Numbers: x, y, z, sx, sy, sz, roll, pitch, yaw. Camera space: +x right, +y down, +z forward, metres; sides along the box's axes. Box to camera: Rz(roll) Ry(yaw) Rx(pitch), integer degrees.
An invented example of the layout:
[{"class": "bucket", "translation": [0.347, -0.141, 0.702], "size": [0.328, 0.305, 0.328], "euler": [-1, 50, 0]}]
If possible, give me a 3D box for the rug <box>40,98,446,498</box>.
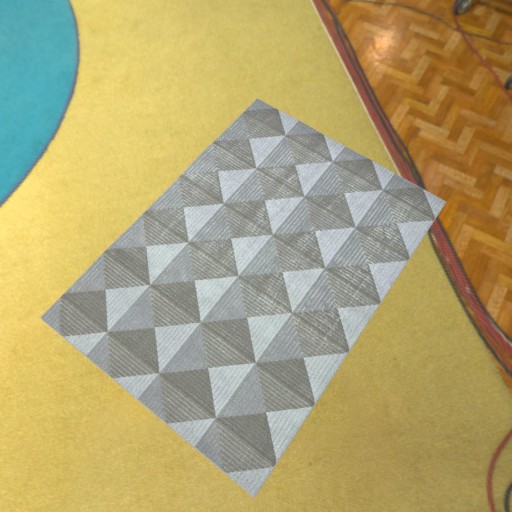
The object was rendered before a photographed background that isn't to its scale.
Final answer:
[{"class": "rug", "translation": [0.000, 0.000, 4.293], "size": [2.428, 0.027, 3.333], "euler": [34, 69, 15]}]
